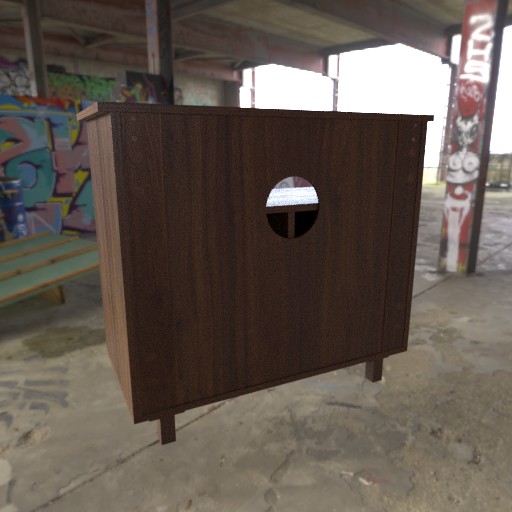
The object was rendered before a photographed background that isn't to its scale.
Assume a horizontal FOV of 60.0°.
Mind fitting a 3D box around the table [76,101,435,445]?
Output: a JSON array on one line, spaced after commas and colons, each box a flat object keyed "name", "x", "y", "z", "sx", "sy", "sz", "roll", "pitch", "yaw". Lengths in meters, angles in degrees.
[{"name": "table", "x": 0.000, "y": 0.000, "z": 1.190, "sx": 0.802, "sy": 0.725, "sz": 0.390, "roll": -7, "pitch": 16, "yaw": -26}]
